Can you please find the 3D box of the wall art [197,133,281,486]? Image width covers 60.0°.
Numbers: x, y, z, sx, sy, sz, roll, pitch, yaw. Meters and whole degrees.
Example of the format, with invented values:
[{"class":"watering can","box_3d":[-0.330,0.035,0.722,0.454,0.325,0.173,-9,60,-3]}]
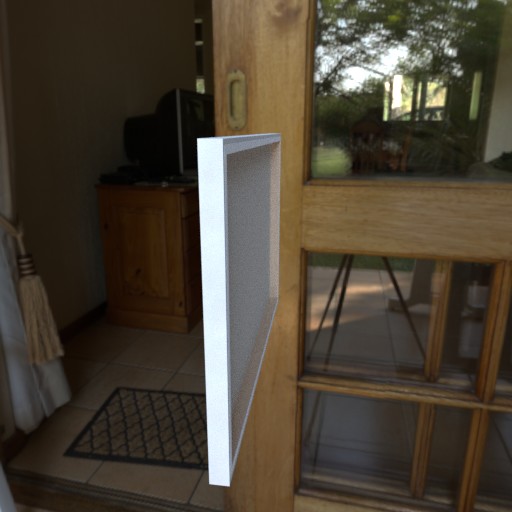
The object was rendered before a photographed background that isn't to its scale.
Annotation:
[{"class":"wall art","box_3d":[0.000,0.000,1.159,0.038,0.610,0.915,2,16,8]}]
